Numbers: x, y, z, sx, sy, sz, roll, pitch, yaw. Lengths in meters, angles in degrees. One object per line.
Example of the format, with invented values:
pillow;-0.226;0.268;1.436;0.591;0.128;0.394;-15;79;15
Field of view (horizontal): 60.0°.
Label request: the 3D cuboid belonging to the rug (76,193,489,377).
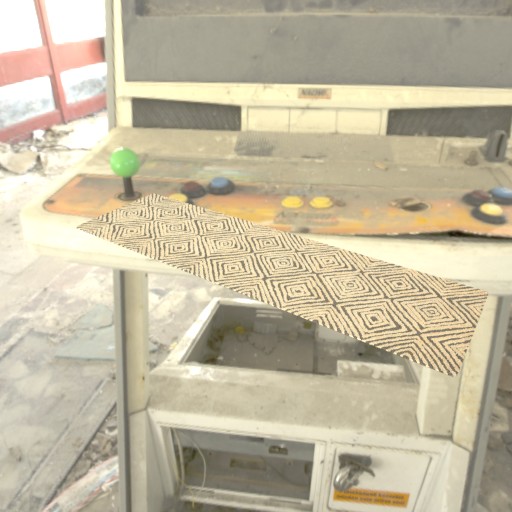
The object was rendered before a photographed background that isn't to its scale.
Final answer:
rug;0.000;0.000;2.463;2.277;0.008;0.676;19;35;29
